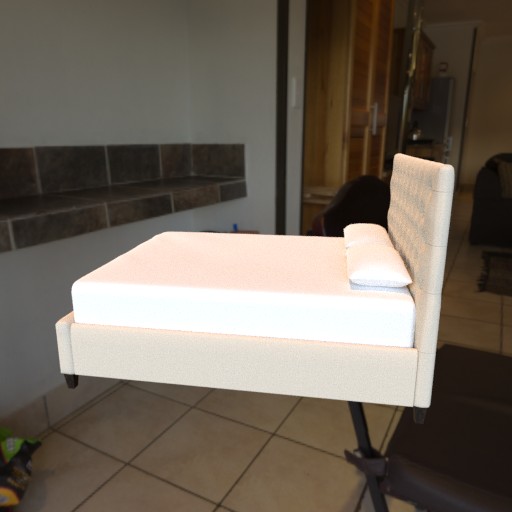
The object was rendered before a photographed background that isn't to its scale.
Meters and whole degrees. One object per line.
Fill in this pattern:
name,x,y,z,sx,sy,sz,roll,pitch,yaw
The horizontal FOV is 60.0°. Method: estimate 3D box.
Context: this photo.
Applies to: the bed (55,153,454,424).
bed,0.000,0.000,3.255,2.233,1.426,1.696,2,15,9
